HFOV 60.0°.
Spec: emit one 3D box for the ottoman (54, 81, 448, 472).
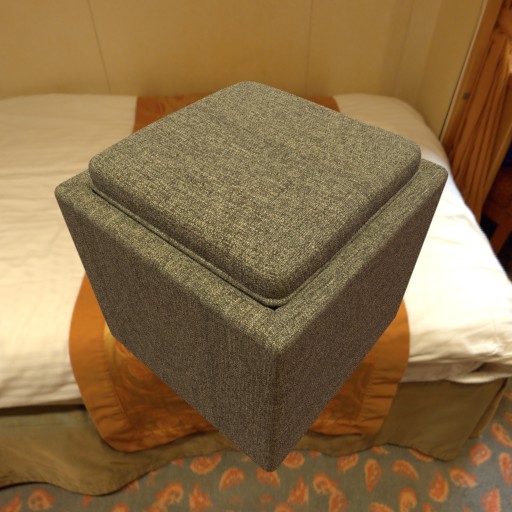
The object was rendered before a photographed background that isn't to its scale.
[{"bbox_3d":[0.000,0.000,0.814,0.450,0.460,0.450,31,53,27],"label":"ottoman"}]
